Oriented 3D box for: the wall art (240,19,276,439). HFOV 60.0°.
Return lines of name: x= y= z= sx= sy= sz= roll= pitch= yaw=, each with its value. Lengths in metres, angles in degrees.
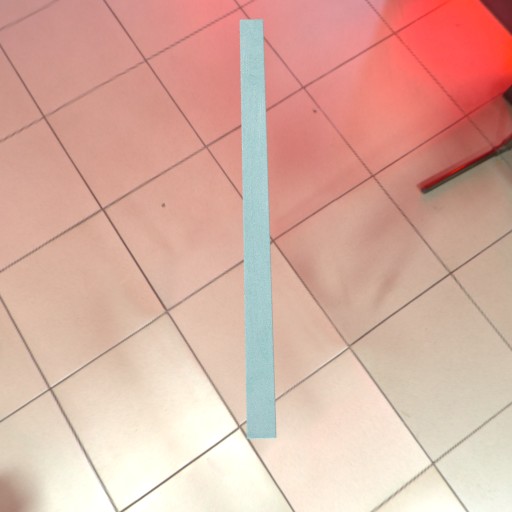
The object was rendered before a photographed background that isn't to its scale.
wall art: x=0.000 y=0.000 z=0.902 sx=0.036 sy=0.603 sz=0.603 roll=-1 pitch=76 yaw=0
